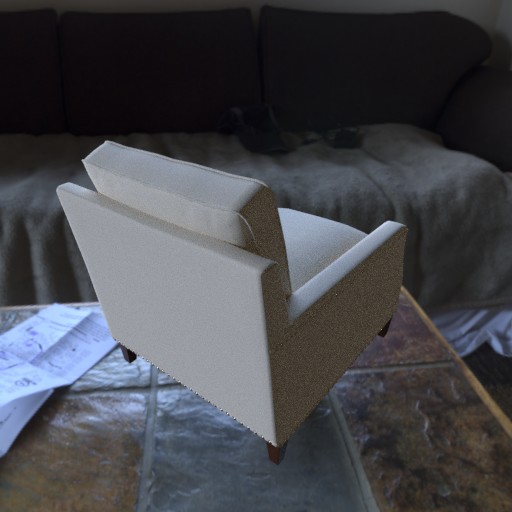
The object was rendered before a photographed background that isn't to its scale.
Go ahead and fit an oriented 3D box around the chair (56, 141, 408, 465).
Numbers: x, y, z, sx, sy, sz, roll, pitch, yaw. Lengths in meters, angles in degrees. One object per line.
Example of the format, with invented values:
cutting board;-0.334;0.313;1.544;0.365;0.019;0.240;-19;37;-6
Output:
chair;0.000;0.000;1.695;0.853;0.943;1.014;21;36;33
